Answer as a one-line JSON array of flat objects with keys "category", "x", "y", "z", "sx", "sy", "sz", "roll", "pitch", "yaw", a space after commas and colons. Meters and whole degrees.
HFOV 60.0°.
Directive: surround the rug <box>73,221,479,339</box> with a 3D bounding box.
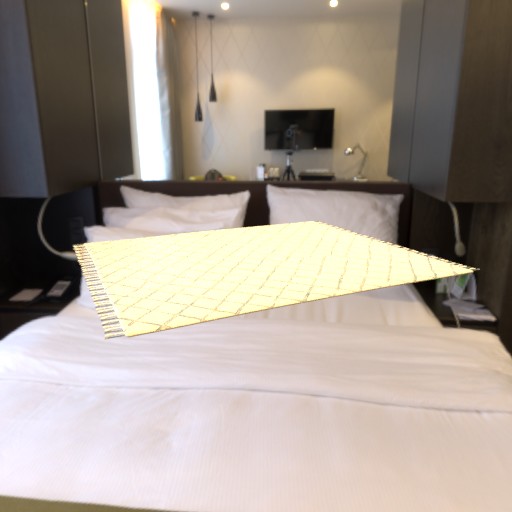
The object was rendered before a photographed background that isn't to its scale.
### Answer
[{"category": "rug", "x": 0.000, "y": 0.000, "z": 4.888, "sx": 3.585, "sy": 0.036, "sz": 2.892, "roll": -7, "pitch": 17, "yaw": -25}]
